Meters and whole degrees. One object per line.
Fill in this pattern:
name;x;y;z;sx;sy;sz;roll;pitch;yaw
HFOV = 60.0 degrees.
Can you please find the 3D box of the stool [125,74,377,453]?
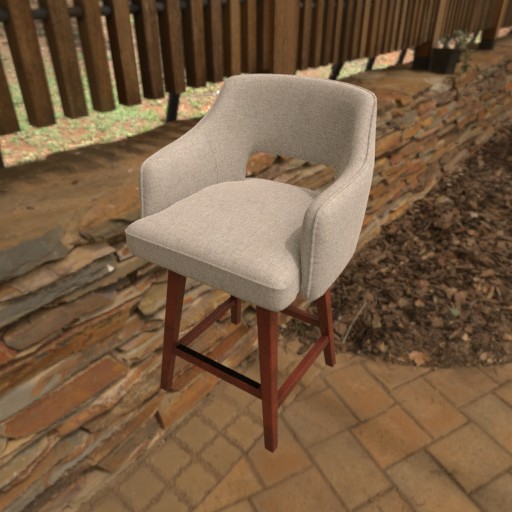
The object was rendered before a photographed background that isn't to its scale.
stool;0.000;0.000;1.333;0.599;0.944;0.558;19;36;28
